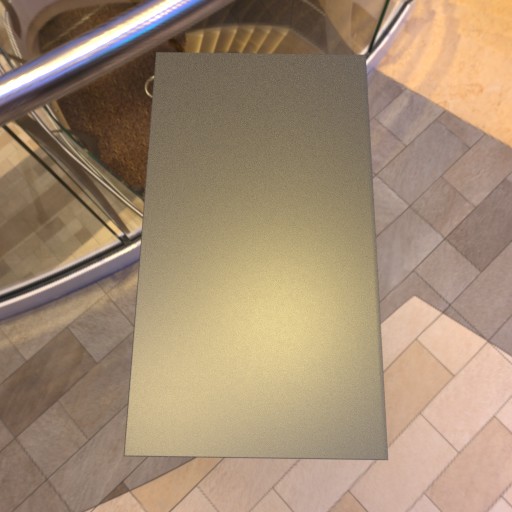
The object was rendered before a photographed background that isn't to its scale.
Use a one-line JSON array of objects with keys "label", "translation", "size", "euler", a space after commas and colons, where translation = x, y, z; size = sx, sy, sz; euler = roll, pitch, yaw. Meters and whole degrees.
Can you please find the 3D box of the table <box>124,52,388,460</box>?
[{"label": "table", "translation": [0.000, 0.000, 1.371], "size": [0.612, 0.493, 1.068], "euler": [1, 76, 0]}]
